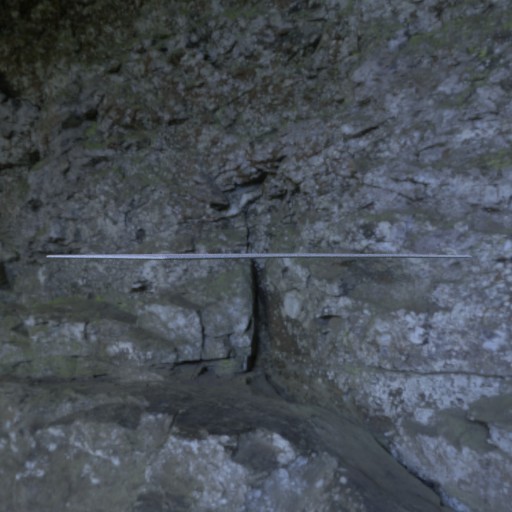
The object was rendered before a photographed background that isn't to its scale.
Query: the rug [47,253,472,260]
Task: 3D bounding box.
[{"bbox_3d":[0.000,0.000,4.043,3.017,0.035,2.472,0,0,-37],"label":"rug"}]
